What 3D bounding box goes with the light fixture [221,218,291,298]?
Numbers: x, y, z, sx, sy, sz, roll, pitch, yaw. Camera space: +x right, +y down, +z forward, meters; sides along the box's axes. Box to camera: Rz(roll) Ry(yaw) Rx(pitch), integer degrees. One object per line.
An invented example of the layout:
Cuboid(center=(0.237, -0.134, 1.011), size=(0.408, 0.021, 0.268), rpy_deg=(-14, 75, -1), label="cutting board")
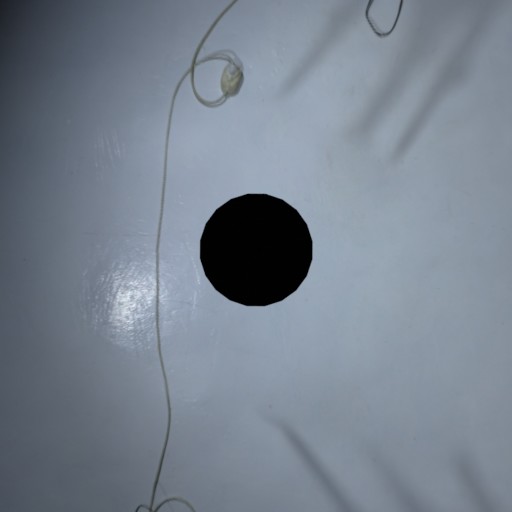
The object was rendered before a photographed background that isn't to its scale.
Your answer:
Cuboid(center=(0.000, 0.000, 2.027), size=(0.431, 1.764, 0.487), rpy_deg=(0, 89, 0), label="light fixture")
